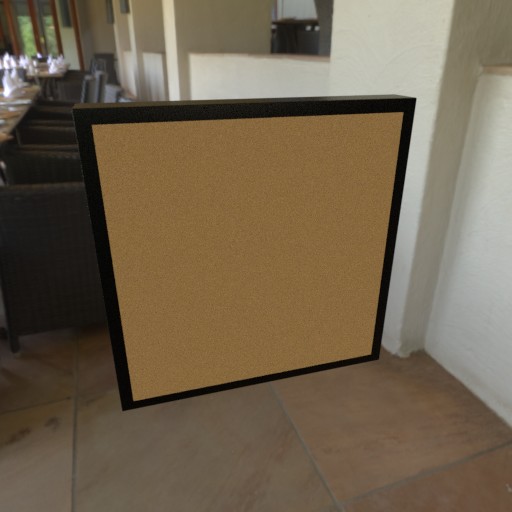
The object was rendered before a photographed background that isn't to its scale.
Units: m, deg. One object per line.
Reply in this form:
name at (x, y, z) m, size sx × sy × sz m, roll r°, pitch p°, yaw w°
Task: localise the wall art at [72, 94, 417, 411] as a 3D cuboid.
wall art at (0.000, 0.000, 0.450) m, size 0.299 × 0.299 × 0.037 m, roll -7°, pitch 26°, yaw -15°
